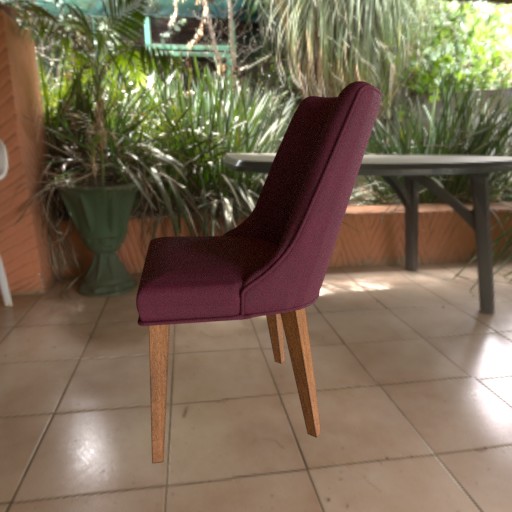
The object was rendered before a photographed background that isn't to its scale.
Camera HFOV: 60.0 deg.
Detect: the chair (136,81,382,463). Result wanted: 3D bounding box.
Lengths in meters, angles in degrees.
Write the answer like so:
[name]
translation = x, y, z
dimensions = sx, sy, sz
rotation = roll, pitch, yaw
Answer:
[chair]
translation = 0.000, 0.000, 1.286
dimensions = 0.638, 0.916, 0.548
rotation = -3, 15, -10
